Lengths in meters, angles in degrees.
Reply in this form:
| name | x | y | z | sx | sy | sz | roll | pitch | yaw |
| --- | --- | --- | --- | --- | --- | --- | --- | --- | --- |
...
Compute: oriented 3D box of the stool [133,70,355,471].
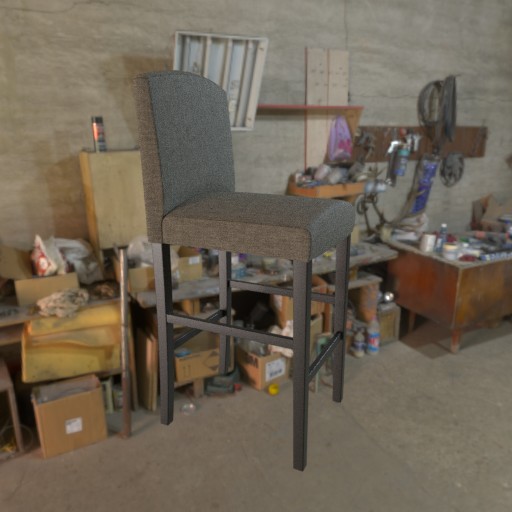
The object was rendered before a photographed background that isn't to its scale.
| name | x | y | z | sx | sy | sz | roll | pitch | yaw |
| --- | --- | --- | --- | --- | --- | --- | --- | --- | --- |
| stool | 0.000 | 0.000 | 1.427 | 0.552 | 1.138 | 0.451 | 7 | 16 | 25 |
